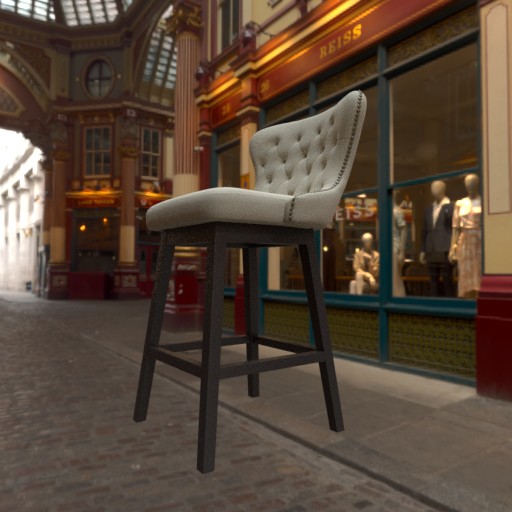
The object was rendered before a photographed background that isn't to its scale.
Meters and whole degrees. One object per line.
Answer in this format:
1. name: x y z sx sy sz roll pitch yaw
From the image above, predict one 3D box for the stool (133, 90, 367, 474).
1. stool: 0.000 0.000 1.325 0.593 0.971 0.528 1 -2 -36
